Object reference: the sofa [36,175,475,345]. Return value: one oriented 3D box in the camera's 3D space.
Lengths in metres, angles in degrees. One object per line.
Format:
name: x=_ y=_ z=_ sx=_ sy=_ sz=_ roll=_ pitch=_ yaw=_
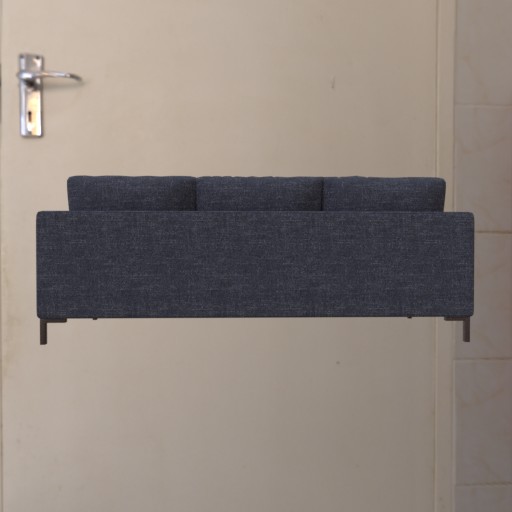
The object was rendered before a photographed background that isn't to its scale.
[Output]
sofa: x=0.000 y=0.000 z=2.646 sx=2.218 sy=0.874 sz=0.859 roll=0 pitch=1 yaw=-2
